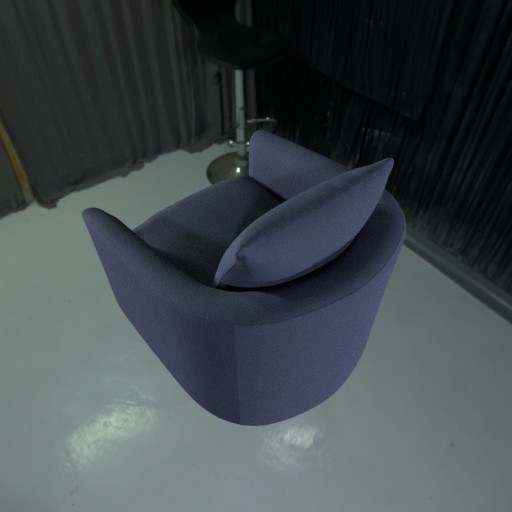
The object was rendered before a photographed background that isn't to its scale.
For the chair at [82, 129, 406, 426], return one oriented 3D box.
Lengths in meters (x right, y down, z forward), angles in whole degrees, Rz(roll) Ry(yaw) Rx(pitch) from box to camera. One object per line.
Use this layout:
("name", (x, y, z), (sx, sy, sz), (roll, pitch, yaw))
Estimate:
("chair", (0.000, 0.000, 1.577), (0.845, 0.848, 0.910), (-32, 54, -26))
